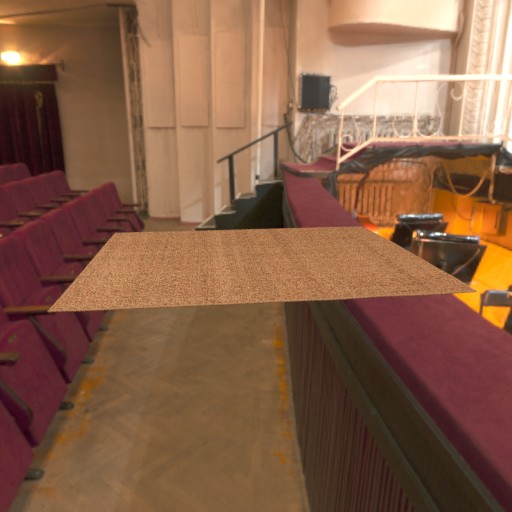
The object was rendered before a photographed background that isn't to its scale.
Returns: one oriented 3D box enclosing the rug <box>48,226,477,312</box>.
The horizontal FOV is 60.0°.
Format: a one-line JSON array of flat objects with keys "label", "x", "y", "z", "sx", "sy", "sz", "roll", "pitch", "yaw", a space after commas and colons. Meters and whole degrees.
[{"label": "rug", "x": 0.000, "y": 0.000, "z": 4.225, "sx": 3.048, "sy": 0.013, "sz": 2.439, "roll": -2, "pitch": 15, "yaw": -7}]
